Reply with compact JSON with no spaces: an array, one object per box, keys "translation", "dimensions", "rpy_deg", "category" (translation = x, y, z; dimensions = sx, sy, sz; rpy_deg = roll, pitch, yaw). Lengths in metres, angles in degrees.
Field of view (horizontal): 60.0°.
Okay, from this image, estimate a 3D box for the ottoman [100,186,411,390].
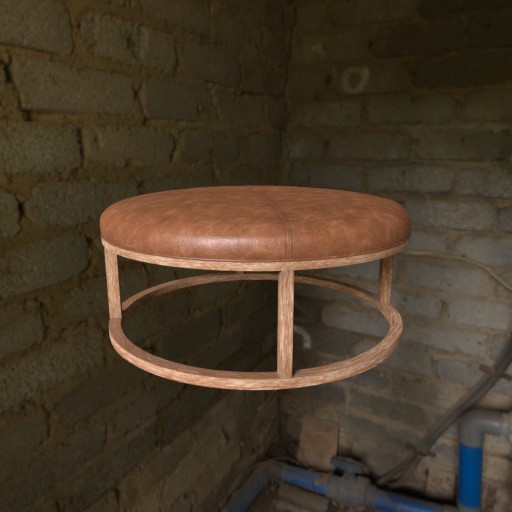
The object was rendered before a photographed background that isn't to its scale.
[{"translation":[0.000,0.000,1.532],"dimensions":[1.006,0.445,1.006],"rpy_deg":[0,14,0],"category":"ottoman"}]
